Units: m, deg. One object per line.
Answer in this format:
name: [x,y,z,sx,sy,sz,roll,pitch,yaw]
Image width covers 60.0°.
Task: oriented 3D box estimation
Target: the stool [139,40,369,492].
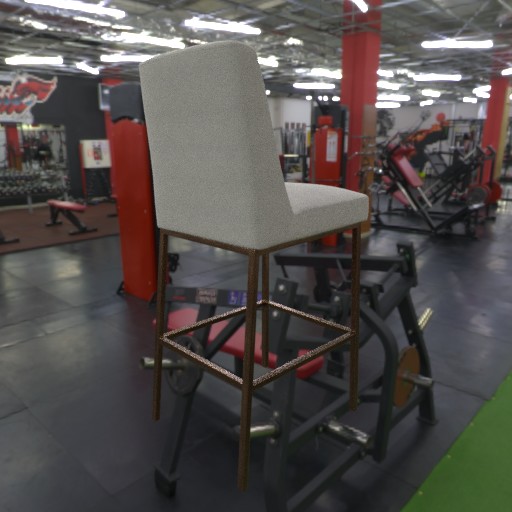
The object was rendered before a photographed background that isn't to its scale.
stool: [0.000,0.000,1.337,0.546,1.084,0.462,-13,20,-43]
